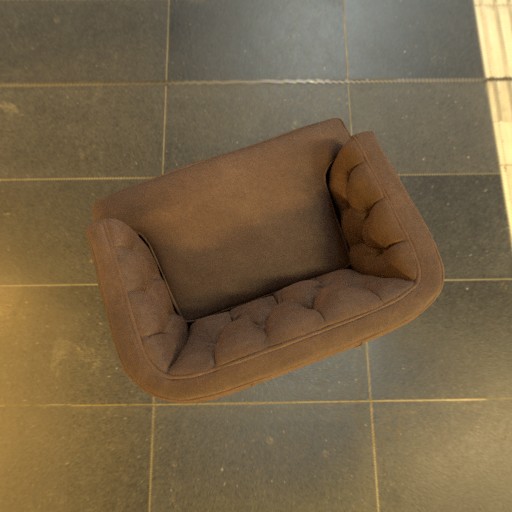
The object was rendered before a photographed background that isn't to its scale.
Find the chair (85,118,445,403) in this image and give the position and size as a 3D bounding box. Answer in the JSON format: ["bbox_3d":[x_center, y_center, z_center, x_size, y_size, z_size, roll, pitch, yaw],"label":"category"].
[{"bbox_3d":[0.000,0.000,1.775,1.118,0.787,0.914,-20,77,-5],"label":"chair"}]
